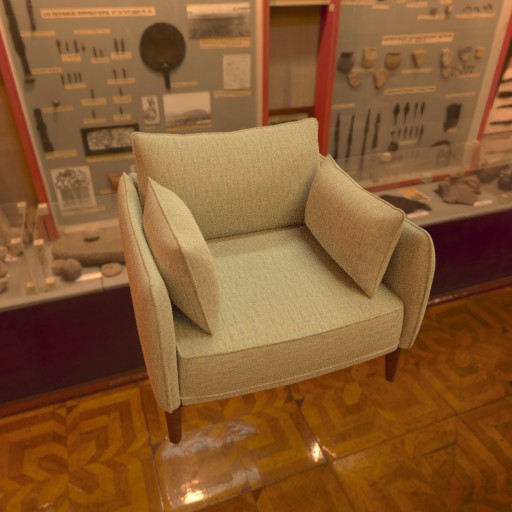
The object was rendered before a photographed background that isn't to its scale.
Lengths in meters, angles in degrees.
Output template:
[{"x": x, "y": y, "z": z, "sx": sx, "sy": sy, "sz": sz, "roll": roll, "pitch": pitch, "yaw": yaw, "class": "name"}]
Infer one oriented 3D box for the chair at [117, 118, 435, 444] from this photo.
[{"x": 0.000, "y": 0.000, "z": 1.770, "sx": 0.994, "sy": 0.855, "sz": 0.991, "roll": -10, "pitch": 34, "yaw": -15, "class": "chair"}]
